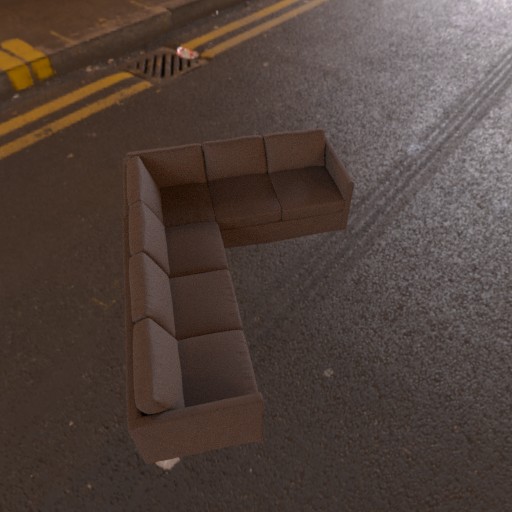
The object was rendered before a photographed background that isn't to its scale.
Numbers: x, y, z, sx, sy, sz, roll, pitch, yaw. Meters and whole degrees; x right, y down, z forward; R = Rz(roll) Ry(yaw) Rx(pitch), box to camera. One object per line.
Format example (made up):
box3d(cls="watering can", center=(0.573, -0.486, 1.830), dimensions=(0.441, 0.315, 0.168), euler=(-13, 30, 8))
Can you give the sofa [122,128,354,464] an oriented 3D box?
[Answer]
box3d(cls="sofa", center=(0.000, 0.000, 4.316), dimensions=(2.432, 0.871, 3.182), euler=(-9, 48, -8))
